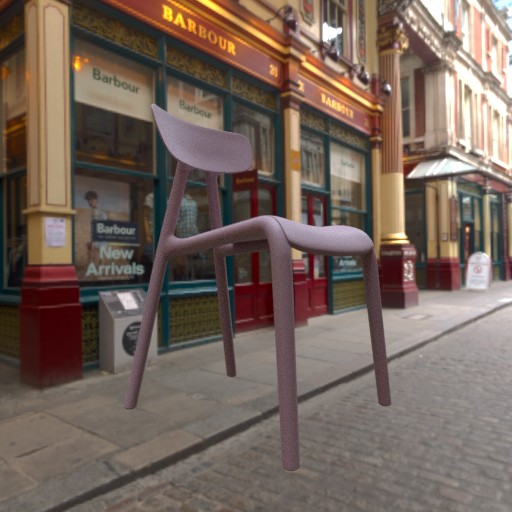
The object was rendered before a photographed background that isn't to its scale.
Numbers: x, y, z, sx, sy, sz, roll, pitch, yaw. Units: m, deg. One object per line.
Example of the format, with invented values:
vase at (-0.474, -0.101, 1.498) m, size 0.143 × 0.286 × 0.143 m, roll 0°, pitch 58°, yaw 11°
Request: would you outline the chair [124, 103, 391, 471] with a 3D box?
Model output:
chair at (0.000, 0.000, 0.849) m, size 0.401 × 0.580 × 0.356 m, roll 0°, pitch -1°, yaw 38°
